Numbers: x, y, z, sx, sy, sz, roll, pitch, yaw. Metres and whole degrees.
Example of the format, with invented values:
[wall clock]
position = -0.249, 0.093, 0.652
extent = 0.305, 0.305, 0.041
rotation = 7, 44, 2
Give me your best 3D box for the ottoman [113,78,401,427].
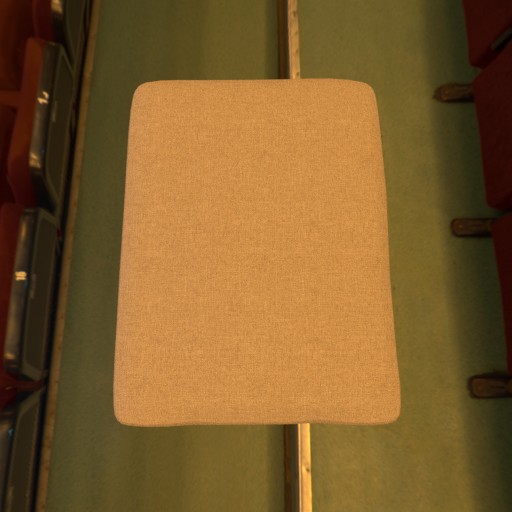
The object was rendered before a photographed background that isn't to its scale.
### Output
[ottoman]
position = 0.000, 0.000, 1.302
extent = 0.677, 0.519, 0.898
rotation = 0, 77, 0
